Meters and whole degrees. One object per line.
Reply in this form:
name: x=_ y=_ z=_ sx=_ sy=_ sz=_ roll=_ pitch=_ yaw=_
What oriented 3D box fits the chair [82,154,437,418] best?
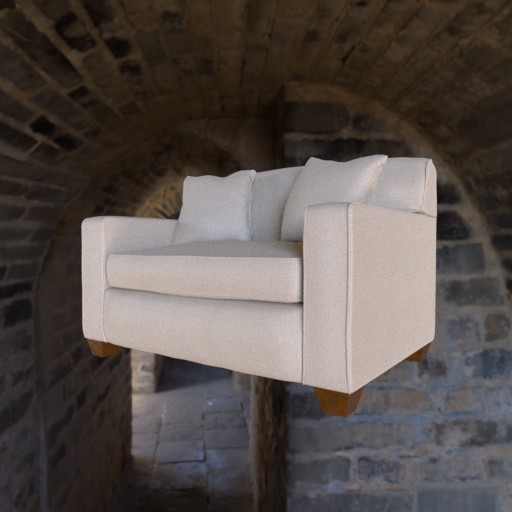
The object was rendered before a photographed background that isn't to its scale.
chair: x=0.000 y=0.000 z=2.063 sx=1.383 sy=0.948 sz=1.000 roll=1 pitch=2 yaw=36
